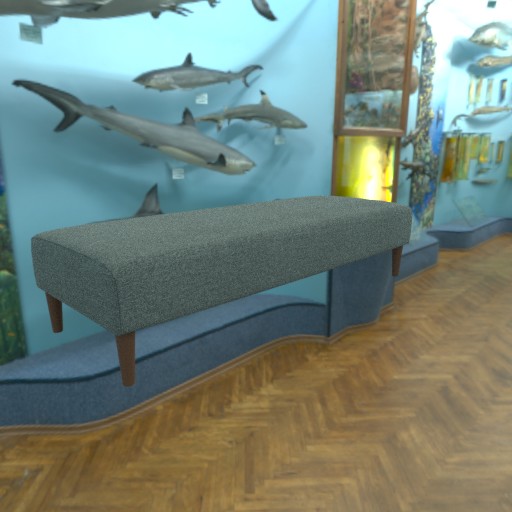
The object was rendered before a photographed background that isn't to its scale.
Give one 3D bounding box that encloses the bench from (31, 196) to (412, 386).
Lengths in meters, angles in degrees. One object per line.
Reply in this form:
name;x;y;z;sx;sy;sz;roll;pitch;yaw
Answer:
bench;0.000;0.000;1.884;1.598;0.384;0.631;-14;20;-43
